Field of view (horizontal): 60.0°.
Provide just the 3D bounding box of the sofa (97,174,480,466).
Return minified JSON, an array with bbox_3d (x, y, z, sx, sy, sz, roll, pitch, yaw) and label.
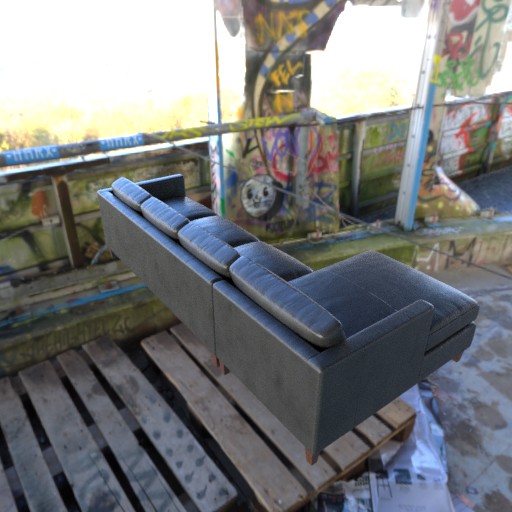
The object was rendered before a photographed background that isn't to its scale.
[{"bbox_3d":[0.000,0.000,3.814,1.581,0.883,3.203,-19,33,-32],"label":"sofa"}]
